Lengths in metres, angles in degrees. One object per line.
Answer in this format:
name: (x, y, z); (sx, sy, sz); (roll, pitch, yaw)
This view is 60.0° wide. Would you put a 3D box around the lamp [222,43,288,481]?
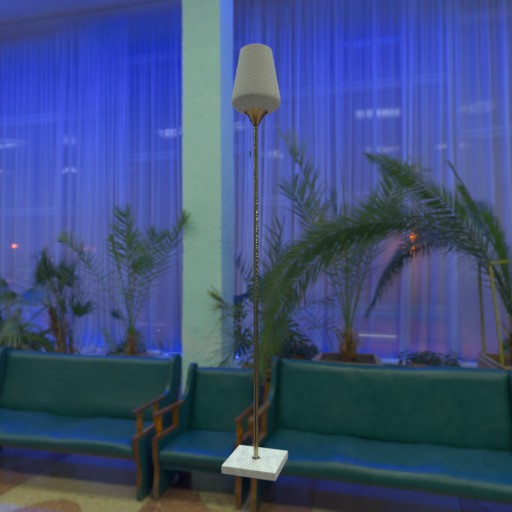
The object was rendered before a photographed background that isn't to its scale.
lamp: (0.000, 0.000, 1.941); (0.232, 1.813, 0.229); (0, -2, 17)
